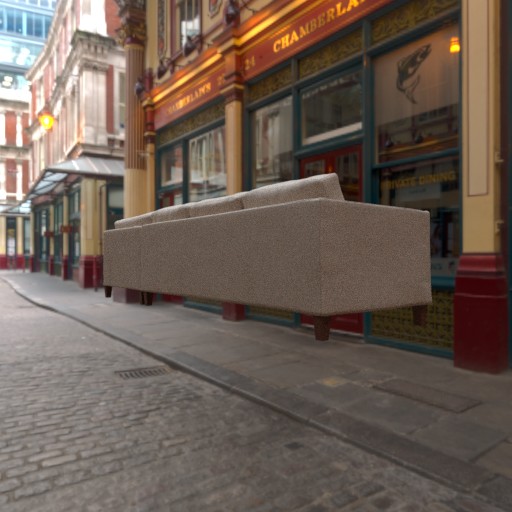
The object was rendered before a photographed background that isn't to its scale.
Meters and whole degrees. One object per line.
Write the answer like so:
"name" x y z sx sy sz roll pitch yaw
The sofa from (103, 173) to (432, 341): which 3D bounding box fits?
"sofa" 0.000 0.000 3.830 1.625 0.846 3.186 0 -1 -37
